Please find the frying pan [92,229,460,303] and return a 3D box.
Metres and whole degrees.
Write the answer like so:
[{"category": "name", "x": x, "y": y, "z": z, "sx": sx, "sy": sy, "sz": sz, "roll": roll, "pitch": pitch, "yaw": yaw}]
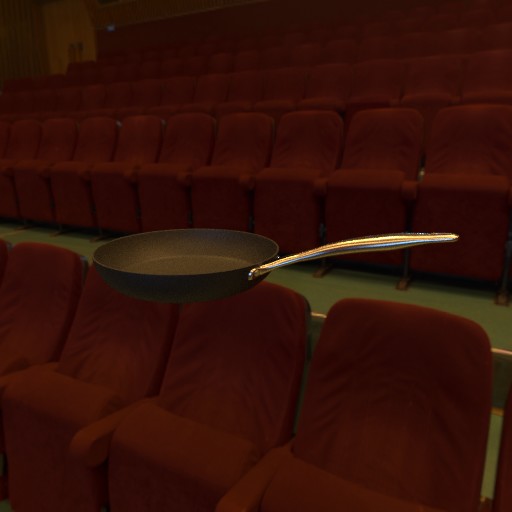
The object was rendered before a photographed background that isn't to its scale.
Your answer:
[{"category": "frying pan", "x": 0.000, "y": 0.000, "z": 0.573, "sx": 0.472, "sy": 0.105, "sz": 0.255, "roll": 8, "pitch": 17, "yaw": 27}]
